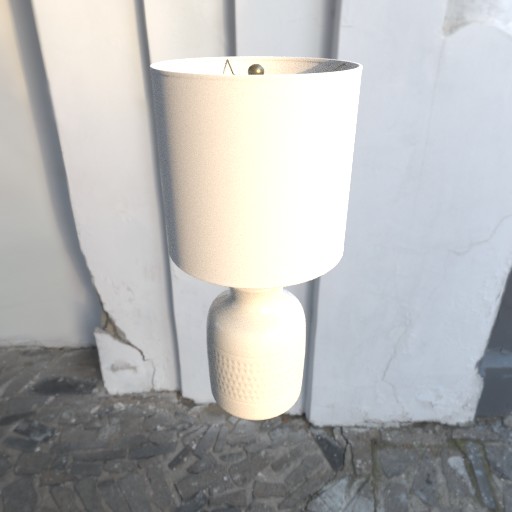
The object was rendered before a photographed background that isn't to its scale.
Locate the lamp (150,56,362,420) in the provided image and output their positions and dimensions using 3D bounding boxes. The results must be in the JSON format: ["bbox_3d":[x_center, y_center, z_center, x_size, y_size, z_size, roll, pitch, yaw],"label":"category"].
[{"bbox_3d":[0.000,0.000,0.491,0.188,0.392,0.188,9,29,17],"label":"lamp"}]
